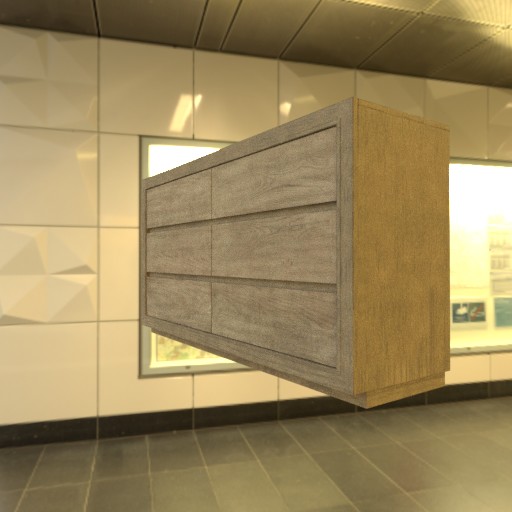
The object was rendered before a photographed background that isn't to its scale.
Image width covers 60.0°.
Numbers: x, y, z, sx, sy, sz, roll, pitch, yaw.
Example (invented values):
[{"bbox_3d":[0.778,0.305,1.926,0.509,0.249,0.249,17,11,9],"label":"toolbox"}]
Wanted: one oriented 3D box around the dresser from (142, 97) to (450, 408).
[{"bbox_3d":[0.000,0.000,2.048,0.483,0.889,1.628,0,0,-35],"label":"dresser"}]
